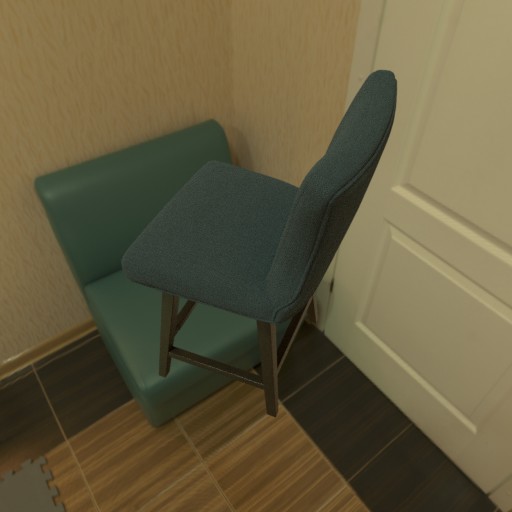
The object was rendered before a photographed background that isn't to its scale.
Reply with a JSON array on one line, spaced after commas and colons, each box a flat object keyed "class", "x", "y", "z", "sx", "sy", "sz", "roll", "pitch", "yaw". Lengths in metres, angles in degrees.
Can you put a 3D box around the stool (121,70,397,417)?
[{"class": "stool", "x": 0.000, "y": 0.000, "z": 1.308, "sx": 0.574, "sy": 1.000, "sz": 0.514, "roll": 18, "pitch": 49, "yaw": 16}]
